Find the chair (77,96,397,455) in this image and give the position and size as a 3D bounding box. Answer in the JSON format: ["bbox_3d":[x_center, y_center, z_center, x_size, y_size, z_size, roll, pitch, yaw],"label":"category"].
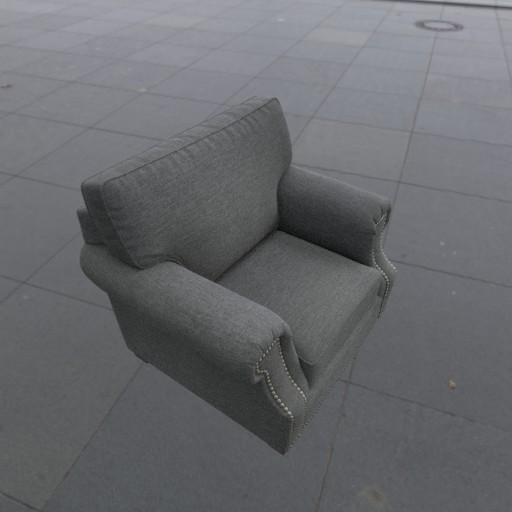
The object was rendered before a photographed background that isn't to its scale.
[{"bbox_3d":[0.000,0.000,1.856,0.965,0.961,1.092,25,46,27],"label":"chair"}]
